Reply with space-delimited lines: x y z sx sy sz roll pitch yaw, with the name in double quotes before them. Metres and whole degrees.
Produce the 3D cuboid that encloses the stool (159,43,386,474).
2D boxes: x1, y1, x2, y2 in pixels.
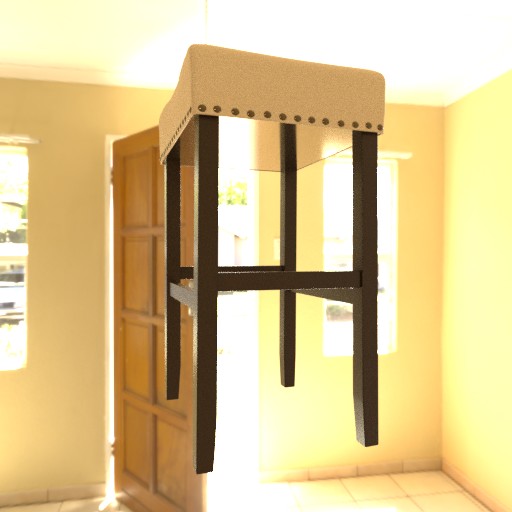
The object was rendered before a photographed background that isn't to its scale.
"stool" 0.000 0.000 1.044 0.401 0.762 0.471 0 0 -19
